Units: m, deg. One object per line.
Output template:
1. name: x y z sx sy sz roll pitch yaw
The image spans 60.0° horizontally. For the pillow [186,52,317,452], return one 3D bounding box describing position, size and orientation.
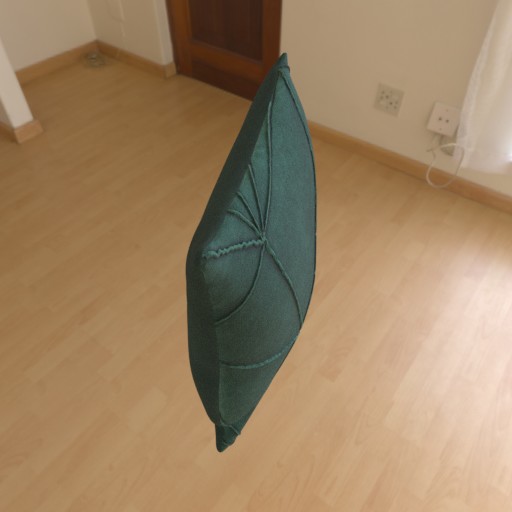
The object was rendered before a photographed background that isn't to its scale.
1. pillow: 0.000 0.000 0.666 0.184 0.440 0.439 9 48 8
